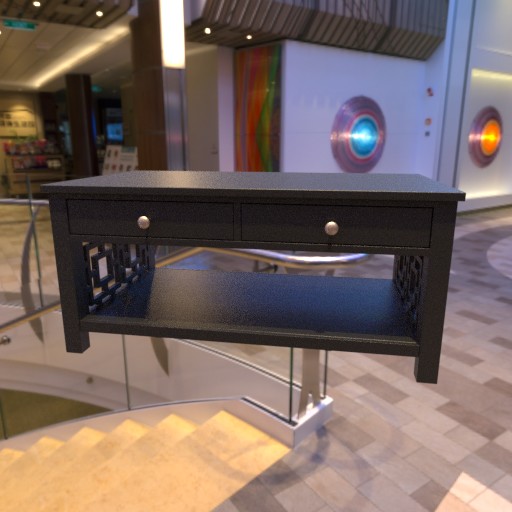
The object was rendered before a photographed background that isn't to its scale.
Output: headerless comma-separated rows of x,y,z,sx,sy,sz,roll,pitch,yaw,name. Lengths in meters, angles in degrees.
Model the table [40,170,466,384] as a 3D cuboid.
0.000,0.000,1.433,1.068,0.493,0.612,2,15,9,table
